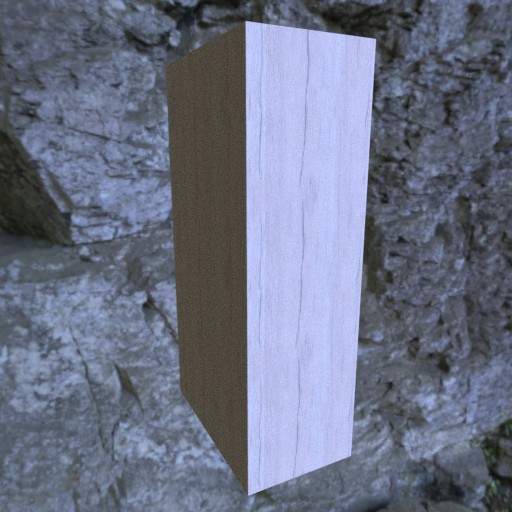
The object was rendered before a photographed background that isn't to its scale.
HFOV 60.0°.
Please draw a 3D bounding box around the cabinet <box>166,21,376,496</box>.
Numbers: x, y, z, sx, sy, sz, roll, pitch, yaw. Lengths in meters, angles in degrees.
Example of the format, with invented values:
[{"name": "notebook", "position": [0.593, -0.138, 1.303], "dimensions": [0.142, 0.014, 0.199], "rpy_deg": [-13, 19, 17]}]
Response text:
[{"name": "cabinet", "position": [0.000, 0.000, 2.292], "dimensions": [0.580, 1.930, 0.980], "rpy_deg": [-7, 16, -26]}]
